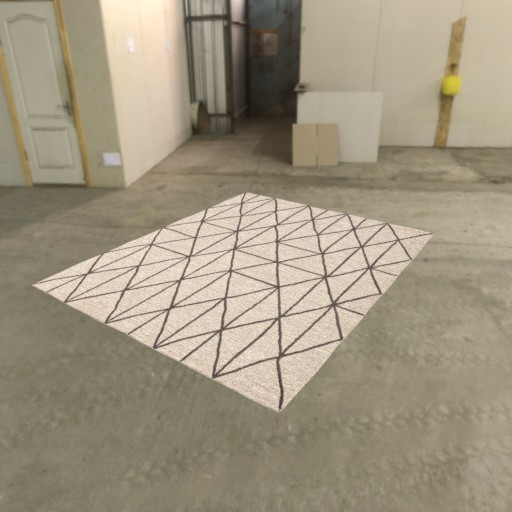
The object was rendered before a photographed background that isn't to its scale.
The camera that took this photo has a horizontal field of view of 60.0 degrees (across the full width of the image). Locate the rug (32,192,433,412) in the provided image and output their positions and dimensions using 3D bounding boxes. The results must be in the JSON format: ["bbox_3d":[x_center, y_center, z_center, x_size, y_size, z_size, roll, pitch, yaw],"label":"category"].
[{"bbox_3d":[0.000,0.000,4.181,2.468,0.022,3.061,17,31,31],"label":"rug"}]
